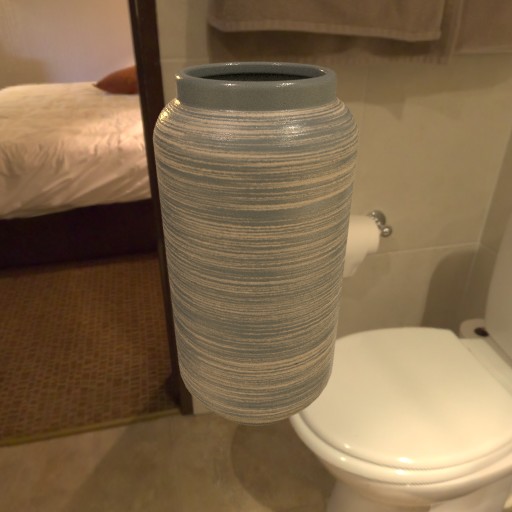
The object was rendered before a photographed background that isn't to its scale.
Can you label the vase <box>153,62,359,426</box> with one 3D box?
[{"bbox_3d":[0.000,0.000,0.295,0.116,0.230,0.116,0,30,0],"label":"vase"}]
